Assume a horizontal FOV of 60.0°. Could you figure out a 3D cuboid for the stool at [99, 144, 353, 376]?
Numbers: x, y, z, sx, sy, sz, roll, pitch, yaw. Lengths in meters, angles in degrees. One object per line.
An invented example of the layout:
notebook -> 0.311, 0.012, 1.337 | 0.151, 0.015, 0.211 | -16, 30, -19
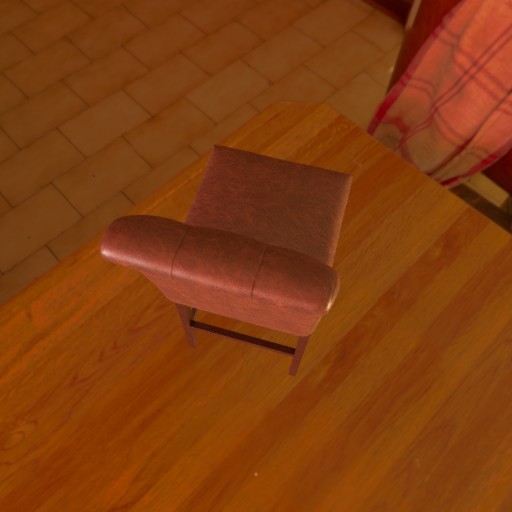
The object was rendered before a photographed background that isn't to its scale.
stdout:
stool -> 0.000, 0.000, 1.428 | 0.486, 1.084, 0.660 | 14, 65, 7
